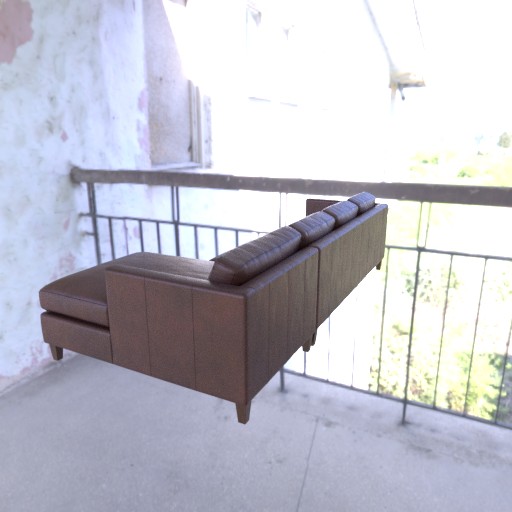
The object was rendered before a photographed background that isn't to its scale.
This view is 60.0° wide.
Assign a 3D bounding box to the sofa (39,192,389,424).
[{"bbox_3d":[0.000,0.000,3.892,1.581,0.883,3.203,8,17,27],"label":"sofa"}]
